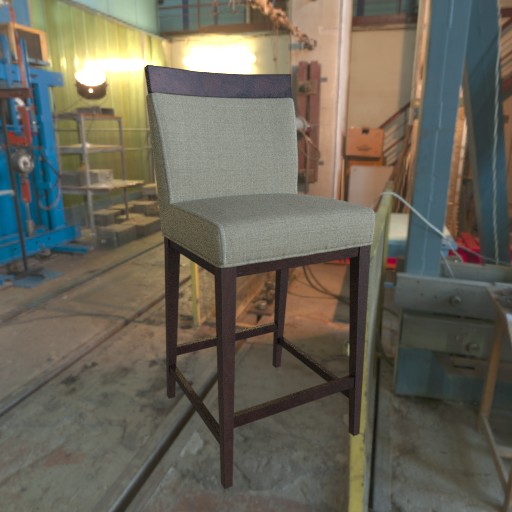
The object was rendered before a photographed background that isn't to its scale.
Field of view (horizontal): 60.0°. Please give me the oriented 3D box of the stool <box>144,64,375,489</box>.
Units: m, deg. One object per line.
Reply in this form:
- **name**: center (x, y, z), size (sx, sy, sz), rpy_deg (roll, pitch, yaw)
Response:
- **stool**: center (0.000, 0.000, 1.244), size (0.463, 1.011, 0.480), rpy_deg (-9, 18, -28)
